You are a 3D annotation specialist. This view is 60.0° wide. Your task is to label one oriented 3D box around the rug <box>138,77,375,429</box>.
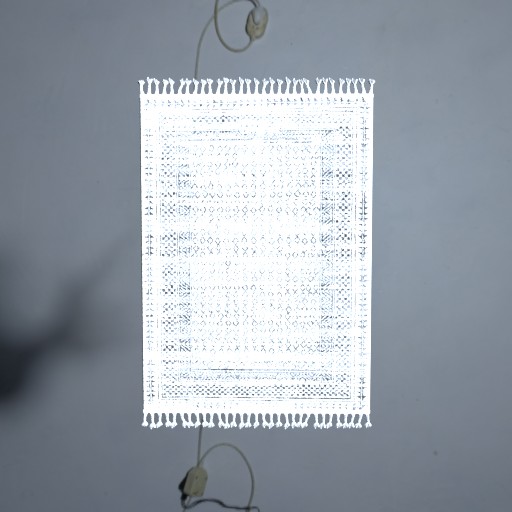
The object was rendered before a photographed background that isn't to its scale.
[{"bbox_3d":[0.000,0.000,2.350,1.243,0.013,1.872,0,92,1],"label":"rug"}]
